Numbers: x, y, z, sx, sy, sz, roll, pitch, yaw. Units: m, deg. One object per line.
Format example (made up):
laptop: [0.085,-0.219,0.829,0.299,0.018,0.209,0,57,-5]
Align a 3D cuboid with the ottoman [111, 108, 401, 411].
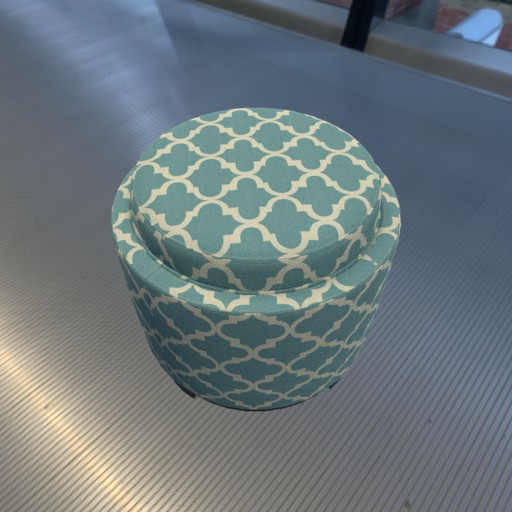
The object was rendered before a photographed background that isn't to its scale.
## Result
ottoman: [0.000,0.000,0.841,0.480,0.429,0.480,0,47,0]
